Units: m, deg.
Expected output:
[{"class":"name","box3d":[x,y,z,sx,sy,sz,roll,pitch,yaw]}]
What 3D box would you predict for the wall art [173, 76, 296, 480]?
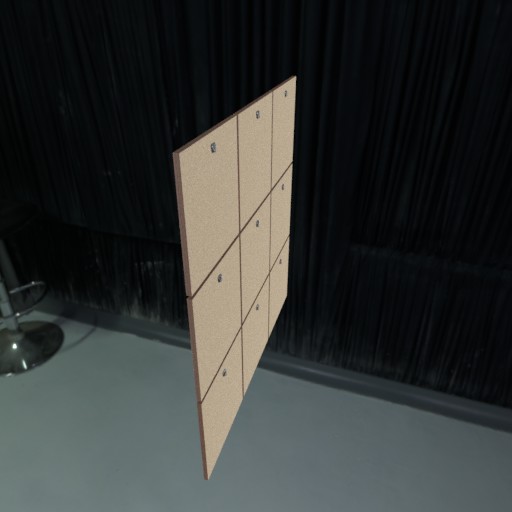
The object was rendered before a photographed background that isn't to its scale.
[{"class":"wall art","box3d":[0.000,0.000,1.350,0.018,0.904,0.906,9,31,15]}]
